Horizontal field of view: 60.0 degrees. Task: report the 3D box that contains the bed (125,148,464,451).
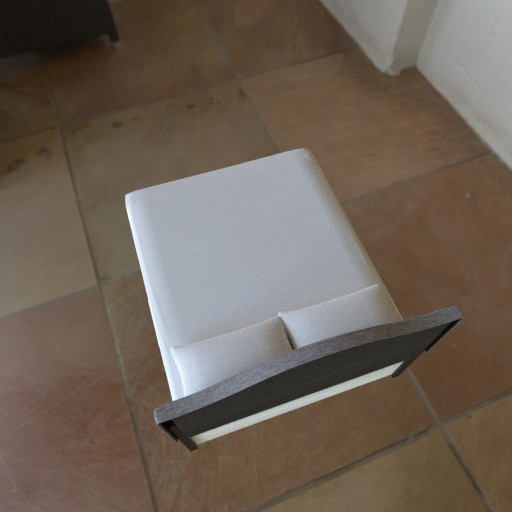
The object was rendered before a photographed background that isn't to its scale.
[{"bbox_3d":[0.000,0.000,2.934,1.610,1.295,1.870,-16,61,-9],"label":"bed"}]
